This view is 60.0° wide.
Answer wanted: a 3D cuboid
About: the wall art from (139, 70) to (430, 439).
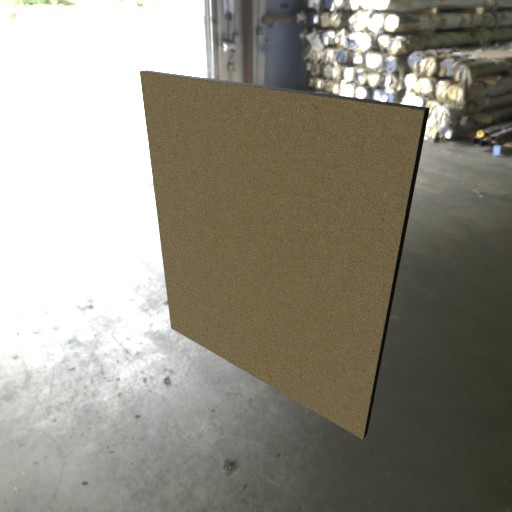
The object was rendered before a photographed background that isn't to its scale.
[{"bbox_3d":[0.000,0.000,1.187,0.755,0.863,0.028,22,37,32],"label":"wall art"}]
